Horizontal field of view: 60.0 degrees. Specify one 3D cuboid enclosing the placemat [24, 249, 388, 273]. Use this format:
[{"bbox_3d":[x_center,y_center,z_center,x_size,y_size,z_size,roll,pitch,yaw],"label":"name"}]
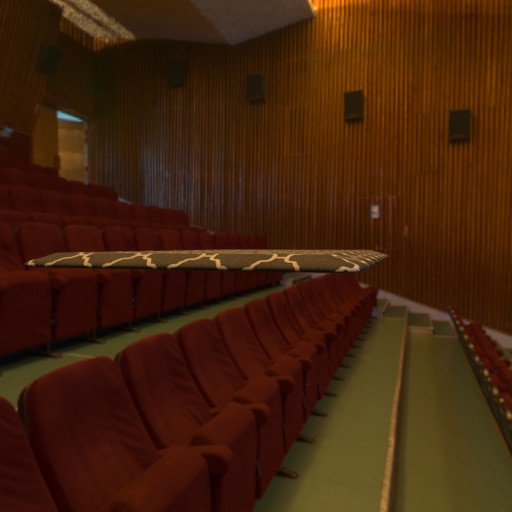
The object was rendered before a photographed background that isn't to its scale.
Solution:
[{"bbox_3d":[0.000,0.000,0.938,0.508,0.021,0.762,0,1,19],"label":"placemat"}]
